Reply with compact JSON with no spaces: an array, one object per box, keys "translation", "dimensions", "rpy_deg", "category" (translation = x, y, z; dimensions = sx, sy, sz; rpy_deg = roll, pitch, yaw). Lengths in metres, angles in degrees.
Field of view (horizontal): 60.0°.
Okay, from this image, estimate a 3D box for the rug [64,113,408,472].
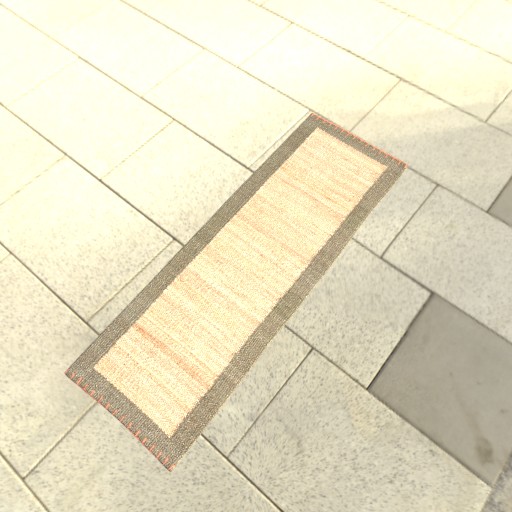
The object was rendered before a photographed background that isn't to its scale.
[{"translation":[0.000,0.000,2.733],"dimensions":[0.810,0.016,2.413],"rpy_deg":[34,68,16],"category":"rug"}]
